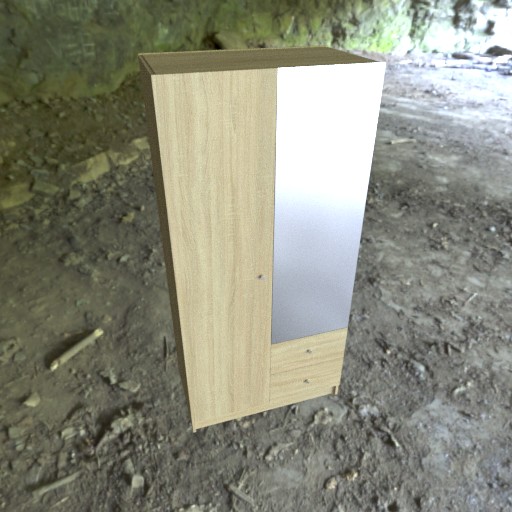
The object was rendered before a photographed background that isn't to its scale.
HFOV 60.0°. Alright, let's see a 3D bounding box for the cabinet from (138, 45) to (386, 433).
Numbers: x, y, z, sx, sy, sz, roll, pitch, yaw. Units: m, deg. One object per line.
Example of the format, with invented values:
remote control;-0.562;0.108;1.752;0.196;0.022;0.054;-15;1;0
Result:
cabinet;0.000;0.000;2.570;1.001;2.121;0.590;-10;33;-15
